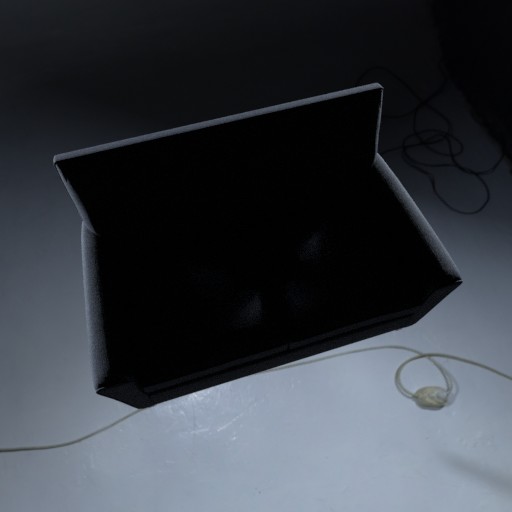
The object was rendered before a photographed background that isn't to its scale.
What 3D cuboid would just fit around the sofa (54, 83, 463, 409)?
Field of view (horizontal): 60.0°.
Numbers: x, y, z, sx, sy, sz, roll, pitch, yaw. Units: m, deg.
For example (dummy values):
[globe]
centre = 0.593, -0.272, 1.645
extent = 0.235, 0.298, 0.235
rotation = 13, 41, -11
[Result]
[sofa]
centre = 0.000, 0.000, 1.944
extent = 1.420, 0.846, 0.875
rotation = -15, 63, -8
